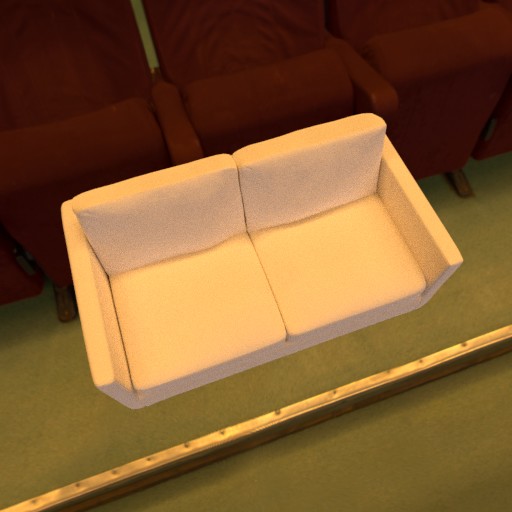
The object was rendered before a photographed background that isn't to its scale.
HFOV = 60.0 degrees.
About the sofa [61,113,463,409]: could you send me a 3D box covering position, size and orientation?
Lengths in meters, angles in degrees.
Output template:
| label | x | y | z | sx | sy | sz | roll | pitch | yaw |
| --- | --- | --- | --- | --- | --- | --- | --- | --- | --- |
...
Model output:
| label | x | y | z | sx | sy | sz | roll | pitch | yaw |
| --- | --- | --- | --- | --- | --- | --- | --- | --- | --- |
| sofa | 0.000 | 0.000 | 2.274 | 1.702 | 0.888 | 0.964 | -17 | 64 | -9 |
